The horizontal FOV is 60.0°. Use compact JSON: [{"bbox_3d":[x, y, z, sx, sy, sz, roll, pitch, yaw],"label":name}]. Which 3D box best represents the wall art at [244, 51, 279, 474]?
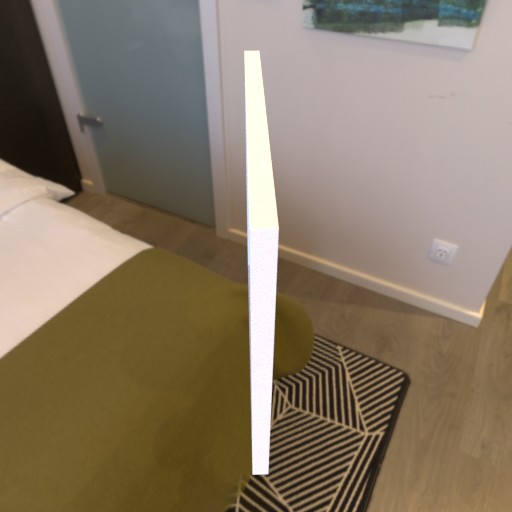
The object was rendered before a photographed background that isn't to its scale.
[{"bbox_3d":[0.000,0.000,0.826,0.028,0.559,0.559,-1,41,-1],"label":"wall art"}]
